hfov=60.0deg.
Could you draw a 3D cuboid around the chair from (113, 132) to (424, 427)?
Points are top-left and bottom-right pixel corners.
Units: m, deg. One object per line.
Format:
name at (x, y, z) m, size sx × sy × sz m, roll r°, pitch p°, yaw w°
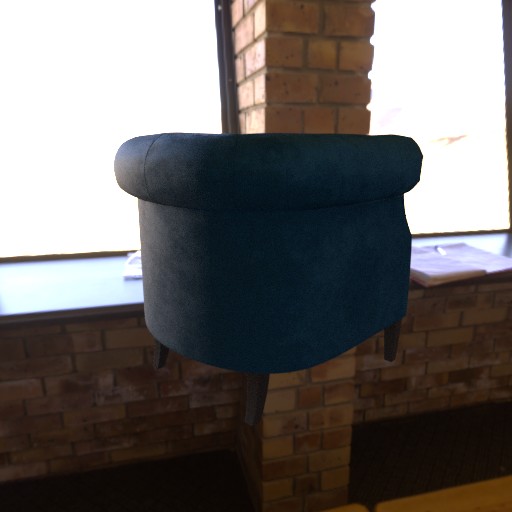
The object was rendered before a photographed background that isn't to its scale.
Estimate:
chair at (0.000, 0.000, 1.550) m, size 0.904 × 0.826 × 0.851 m, roll 14°, pitch 20°, yaw 42°
